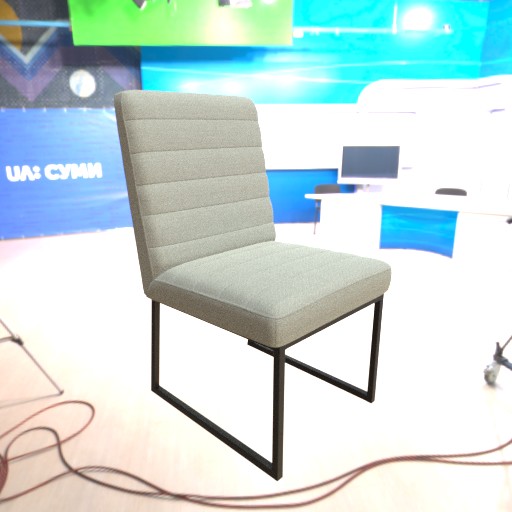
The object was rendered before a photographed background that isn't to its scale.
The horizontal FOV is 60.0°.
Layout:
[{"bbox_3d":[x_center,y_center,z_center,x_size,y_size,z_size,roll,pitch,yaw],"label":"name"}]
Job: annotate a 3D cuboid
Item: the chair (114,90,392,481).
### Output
[{"bbox_3d":[0.000,0.000,1.310,0.634,0.930,0.520,15,22,42],"label":"chair"}]
